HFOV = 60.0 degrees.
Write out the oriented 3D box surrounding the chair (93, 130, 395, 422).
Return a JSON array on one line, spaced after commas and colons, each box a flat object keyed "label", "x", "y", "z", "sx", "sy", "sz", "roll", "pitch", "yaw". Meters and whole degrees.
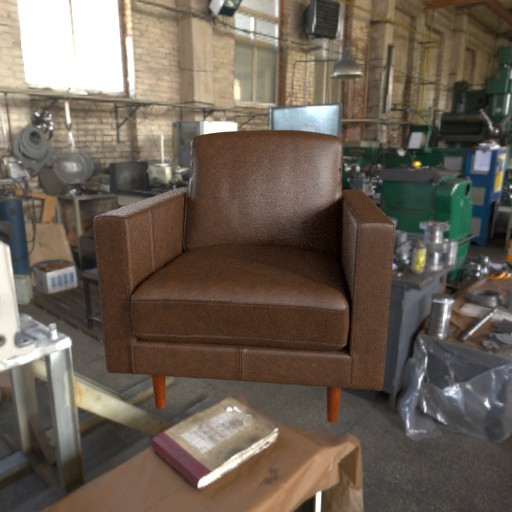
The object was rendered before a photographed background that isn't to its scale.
[{"label": "chair", "x": 0.000, "y": 0.000, "z": 1.722, "sx": 0.890, "sy": 0.956, "sz": 0.909, "roll": 2, "pitch": 15, "yaw": 7}]
